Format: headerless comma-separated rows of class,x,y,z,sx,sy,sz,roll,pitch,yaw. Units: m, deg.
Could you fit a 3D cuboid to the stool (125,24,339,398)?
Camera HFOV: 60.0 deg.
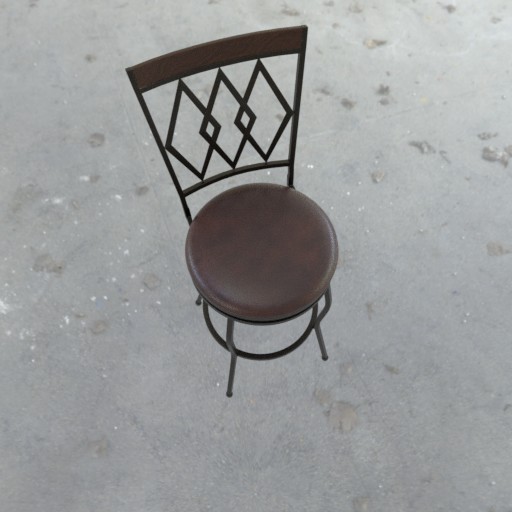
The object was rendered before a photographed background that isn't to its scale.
stool,0.000,0.000,1.358,0.432,1.134,0.521,-18,63,-10
